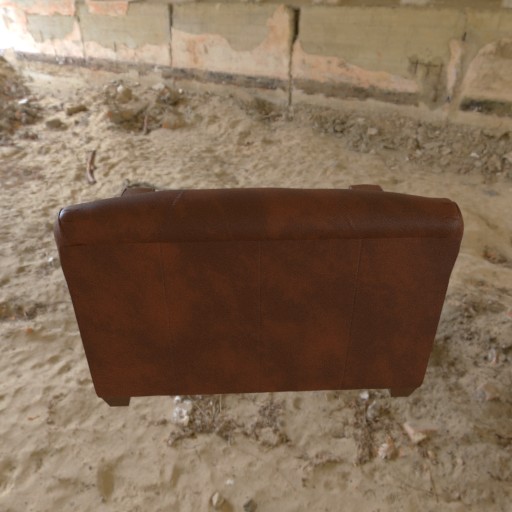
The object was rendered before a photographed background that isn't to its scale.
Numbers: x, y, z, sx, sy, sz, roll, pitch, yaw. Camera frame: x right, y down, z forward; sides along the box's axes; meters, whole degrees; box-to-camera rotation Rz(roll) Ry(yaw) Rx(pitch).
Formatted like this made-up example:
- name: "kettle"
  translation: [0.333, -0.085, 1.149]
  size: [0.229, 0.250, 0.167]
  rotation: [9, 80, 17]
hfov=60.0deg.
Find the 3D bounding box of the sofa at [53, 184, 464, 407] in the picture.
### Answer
- name: "sofa"
  translation: [0.000, 0.000, 2.076]
  size: [1.413, 0.956, 1.000]
  rotation: [-1, 30, -2]
